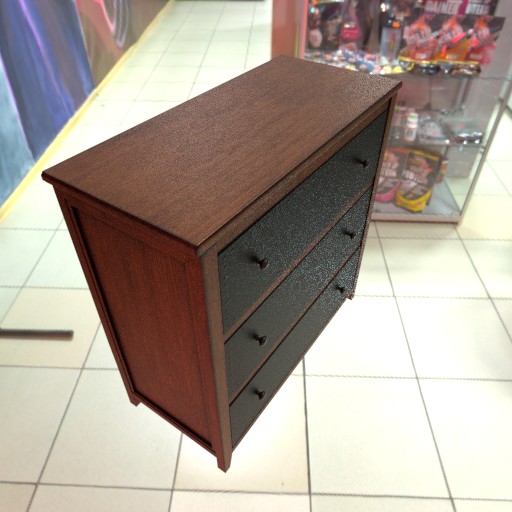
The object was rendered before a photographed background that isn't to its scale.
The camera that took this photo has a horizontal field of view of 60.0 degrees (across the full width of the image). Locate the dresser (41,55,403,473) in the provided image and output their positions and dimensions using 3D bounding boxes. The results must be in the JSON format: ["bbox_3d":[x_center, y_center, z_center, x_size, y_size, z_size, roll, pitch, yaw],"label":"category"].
[{"bbox_3d":[0.000,0.000,1.889,0.591,1.224,1.250,25,47,25],"label":"dresser"}]
